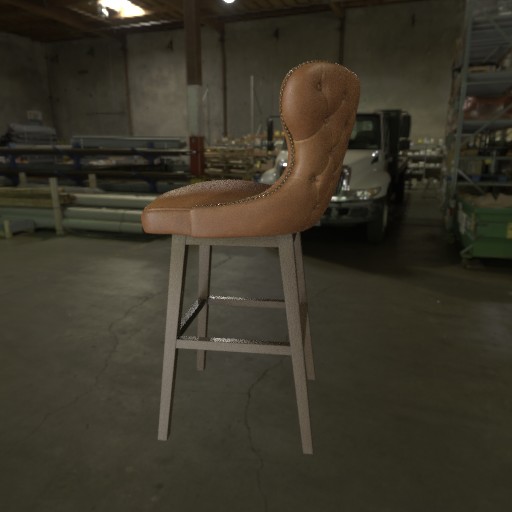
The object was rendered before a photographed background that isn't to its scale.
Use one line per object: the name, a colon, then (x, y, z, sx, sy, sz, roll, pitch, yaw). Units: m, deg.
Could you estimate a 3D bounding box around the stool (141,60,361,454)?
stool: (0.000, 0.000, 1.435, 0.606, 1.087, 0.591, 2, 14, 8)
